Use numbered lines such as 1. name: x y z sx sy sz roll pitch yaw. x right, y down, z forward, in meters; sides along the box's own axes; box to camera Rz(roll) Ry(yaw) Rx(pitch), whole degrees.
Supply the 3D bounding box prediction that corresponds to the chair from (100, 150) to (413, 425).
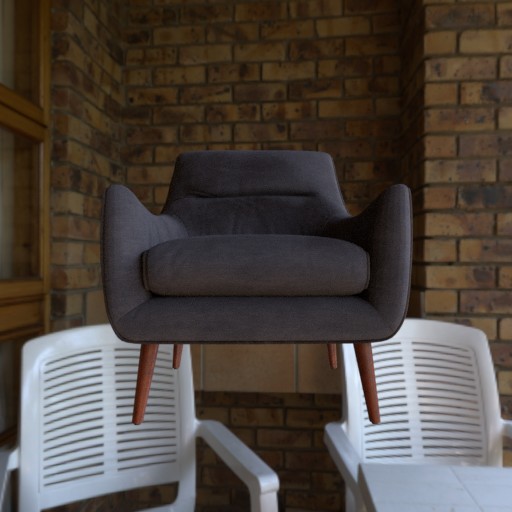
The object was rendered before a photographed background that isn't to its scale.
1. chair: 0.000 0.000 1.430 0.762 0.838 0.787 0 -1 -1
